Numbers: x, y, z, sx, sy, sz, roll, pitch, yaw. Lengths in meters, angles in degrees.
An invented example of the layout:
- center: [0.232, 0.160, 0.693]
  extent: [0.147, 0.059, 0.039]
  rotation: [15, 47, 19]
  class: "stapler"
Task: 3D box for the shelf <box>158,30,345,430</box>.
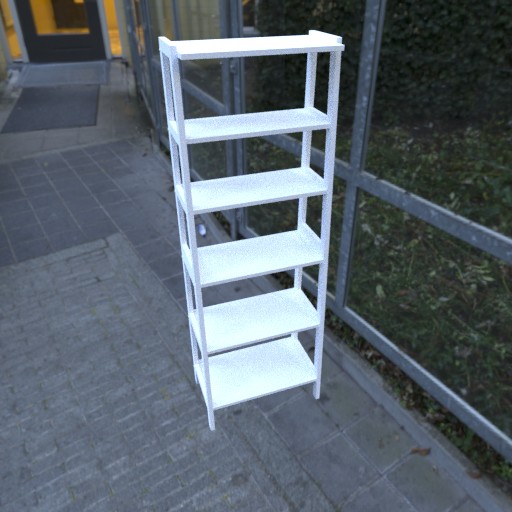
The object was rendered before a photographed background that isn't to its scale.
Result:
- center: [0.000, 0.000, 2.140]
  extent: [0.660, 1.892, 0.381]
  rotation: [-11, 34, -16]
  class: "shelf"
